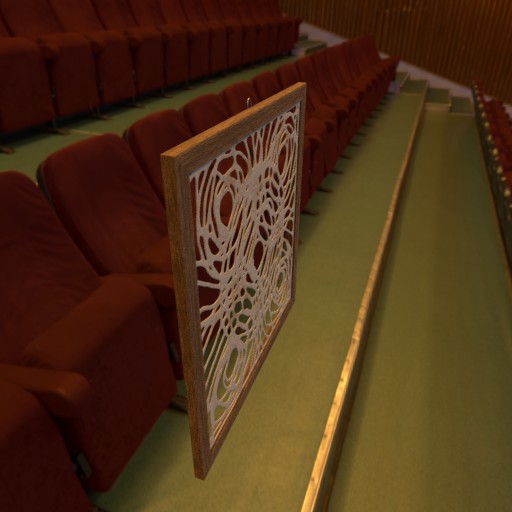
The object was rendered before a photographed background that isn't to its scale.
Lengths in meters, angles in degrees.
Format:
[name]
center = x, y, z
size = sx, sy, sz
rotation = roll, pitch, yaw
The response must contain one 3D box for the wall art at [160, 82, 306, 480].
[wall art]
center = 0.000, 0.000, 0.842
size = 0.021, 0.576, 0.561
rotation = 10, 31, 18
